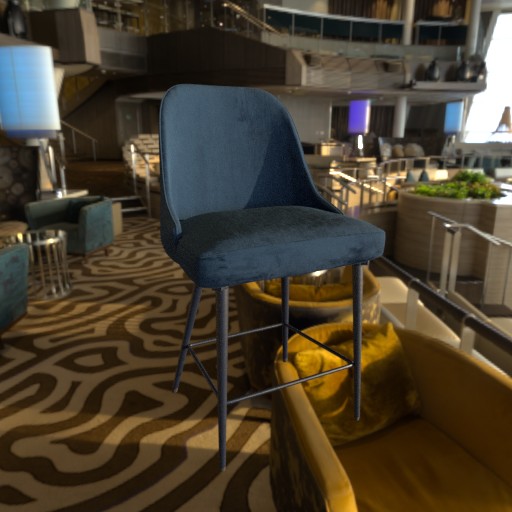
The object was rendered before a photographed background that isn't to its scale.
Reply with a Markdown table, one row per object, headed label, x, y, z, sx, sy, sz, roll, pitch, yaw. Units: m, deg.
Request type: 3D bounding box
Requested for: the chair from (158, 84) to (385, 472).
| label | x | y | z | sx | sy | sz | roll | pitch | yaw |
| --- | --- | --- | --- | --- | --- | --- | --- | --- | --- |
| chair | 0.000 | 0.000 | 1.230 | 0.526 | 0.927 | 0.489 | -8 | 17 | -27 |
